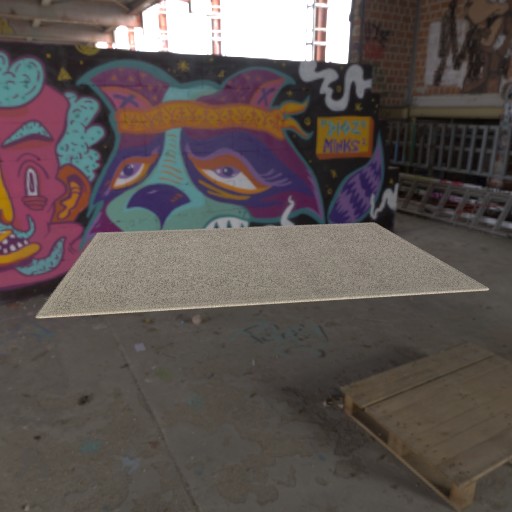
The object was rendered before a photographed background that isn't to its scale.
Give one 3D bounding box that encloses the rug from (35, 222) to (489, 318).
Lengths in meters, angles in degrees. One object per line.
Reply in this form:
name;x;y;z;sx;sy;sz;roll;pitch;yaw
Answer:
rug;0.000;0.000;2.329;1.829;0.010;1.219;-3;18;-8
